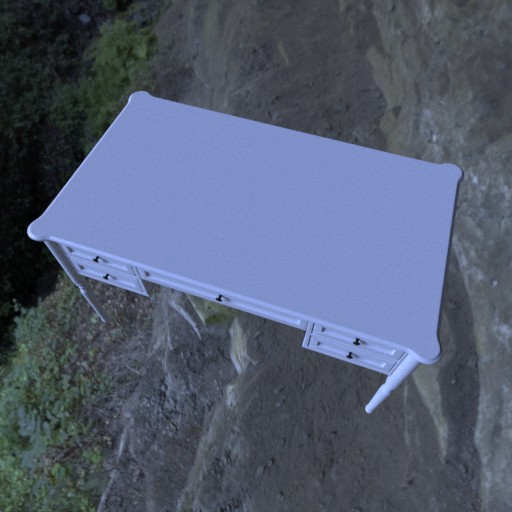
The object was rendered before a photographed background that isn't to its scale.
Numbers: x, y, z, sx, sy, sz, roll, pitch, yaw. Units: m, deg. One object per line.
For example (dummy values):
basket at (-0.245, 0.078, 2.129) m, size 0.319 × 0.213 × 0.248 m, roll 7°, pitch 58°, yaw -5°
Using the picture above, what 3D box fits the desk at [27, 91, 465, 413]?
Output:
desk at (0.000, 0.000, 1.878) m, size 1.380 × 0.762 × 0.807 m, roll 16°, pitch 59°, yaw 10°
